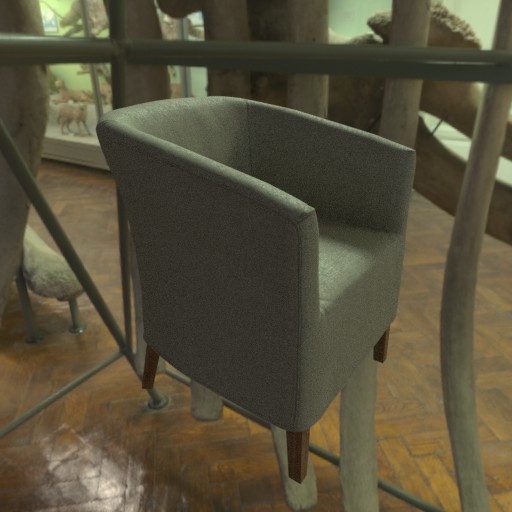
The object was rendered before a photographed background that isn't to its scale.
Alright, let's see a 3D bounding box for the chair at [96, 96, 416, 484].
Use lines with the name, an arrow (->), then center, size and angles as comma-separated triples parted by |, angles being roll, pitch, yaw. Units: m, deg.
chair -> 0.000, 0.000, 1.215 | 0.668, 0.771, 0.600 | 17, 31, 31
